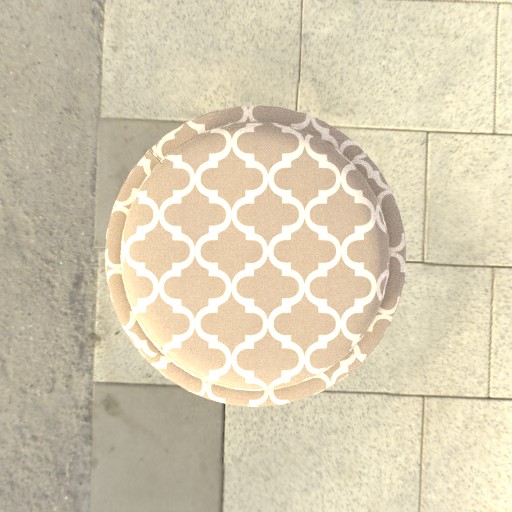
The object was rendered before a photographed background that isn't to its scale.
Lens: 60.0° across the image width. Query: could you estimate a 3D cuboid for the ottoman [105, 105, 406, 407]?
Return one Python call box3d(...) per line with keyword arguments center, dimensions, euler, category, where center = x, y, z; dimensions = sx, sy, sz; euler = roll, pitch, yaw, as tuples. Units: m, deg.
box3d(center=(0.000, 0.000, 0.834), dimensions=(0.480, 0.429, 0.480), euler=(0, 90, 0), category="ottoman")
